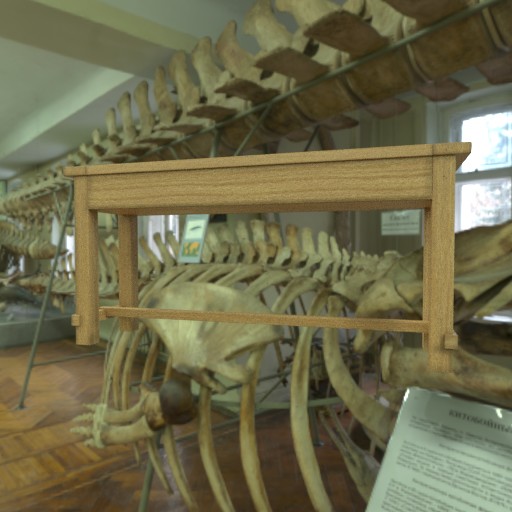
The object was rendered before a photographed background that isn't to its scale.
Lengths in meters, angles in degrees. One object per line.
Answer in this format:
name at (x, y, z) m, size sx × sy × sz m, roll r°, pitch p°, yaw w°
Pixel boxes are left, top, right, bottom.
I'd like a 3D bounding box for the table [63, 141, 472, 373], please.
table at (0.000, 0.000, 1.885) m, size 1.599 × 0.762 × 0.442 m, roll 0°, pitch 1°, yaw 17°
